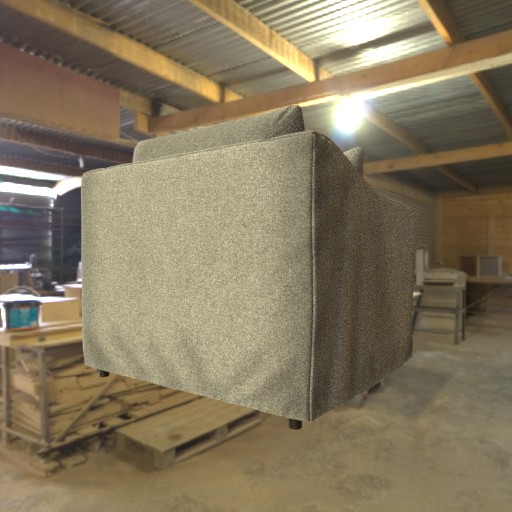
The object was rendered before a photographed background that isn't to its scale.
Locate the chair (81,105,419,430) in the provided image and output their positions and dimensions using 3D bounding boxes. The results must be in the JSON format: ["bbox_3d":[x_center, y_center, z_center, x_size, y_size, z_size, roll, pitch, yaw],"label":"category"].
[{"bbox_3d":[0.000,0.000,2.042,1.194,1.059,1.071,0,1,36],"label":"chair"}]
